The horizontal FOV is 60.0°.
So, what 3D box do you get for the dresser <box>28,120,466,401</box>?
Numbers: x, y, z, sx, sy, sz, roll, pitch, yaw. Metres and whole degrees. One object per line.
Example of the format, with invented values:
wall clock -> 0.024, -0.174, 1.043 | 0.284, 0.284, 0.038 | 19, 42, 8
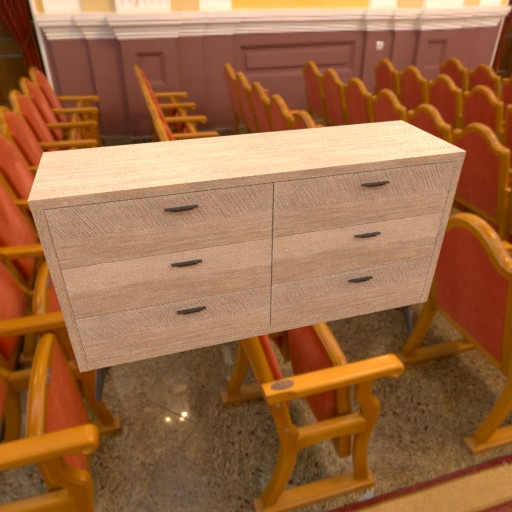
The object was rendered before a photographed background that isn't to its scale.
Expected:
dresser -> 0.000, 0.000, 1.899 | 1.524, 0.914, 0.457 | -9, 33, -14
